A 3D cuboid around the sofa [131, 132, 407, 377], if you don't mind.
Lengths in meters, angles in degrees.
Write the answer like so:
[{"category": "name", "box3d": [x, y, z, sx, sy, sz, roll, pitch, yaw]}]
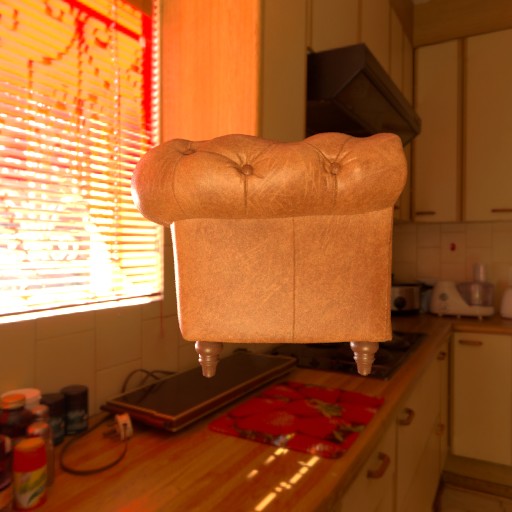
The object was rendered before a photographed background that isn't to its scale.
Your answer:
[{"category": "sofa", "box3d": [0.000, 0.000, 2.101, 1.033, 0.878, 1.405, 0, 1, 0]}]
